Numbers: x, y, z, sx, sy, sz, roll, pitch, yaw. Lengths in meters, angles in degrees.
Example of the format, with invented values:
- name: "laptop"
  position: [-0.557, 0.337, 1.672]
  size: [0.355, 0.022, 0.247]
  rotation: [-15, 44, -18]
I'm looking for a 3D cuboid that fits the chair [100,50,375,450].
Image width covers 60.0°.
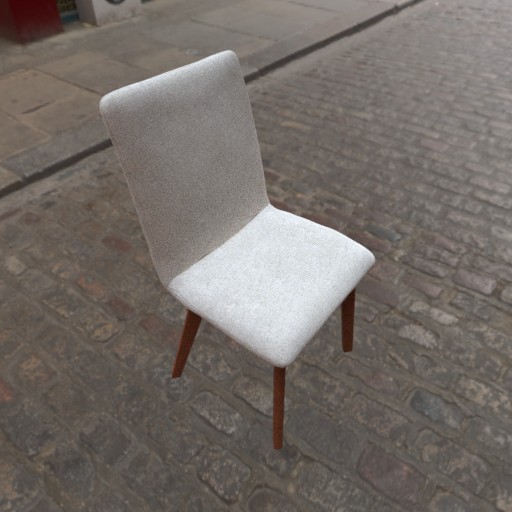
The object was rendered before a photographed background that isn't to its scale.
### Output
- name: "chair"
  position: [0.000, 0.000, 1.305]
  size: [0.563, 0.974, 0.522]
  rotation: [27, 48, 27]
